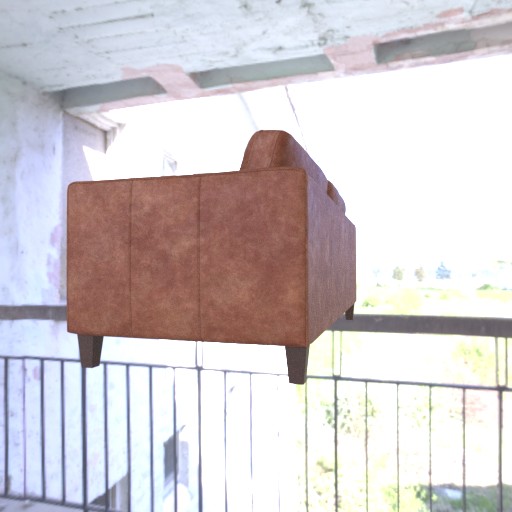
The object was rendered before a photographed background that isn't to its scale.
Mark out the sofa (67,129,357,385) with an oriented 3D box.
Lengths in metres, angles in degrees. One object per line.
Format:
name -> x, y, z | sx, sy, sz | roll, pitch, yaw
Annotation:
sofa -> 0.000, 0.000, 2.408 | 0.923, 0.863, 1.971 | 0, -1, 17
